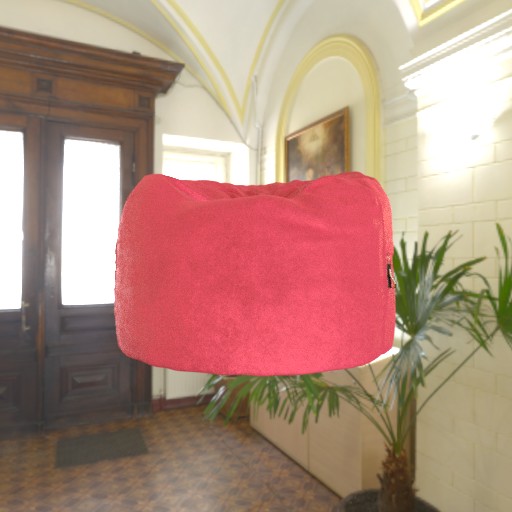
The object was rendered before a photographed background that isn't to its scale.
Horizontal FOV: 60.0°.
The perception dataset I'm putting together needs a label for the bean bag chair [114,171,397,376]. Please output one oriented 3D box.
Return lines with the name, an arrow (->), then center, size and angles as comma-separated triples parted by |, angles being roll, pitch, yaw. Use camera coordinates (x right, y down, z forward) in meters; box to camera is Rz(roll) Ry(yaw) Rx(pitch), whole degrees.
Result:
bean bag chair -> 0.000, 0.000, 1.988 | 1.218, 0.788, 1.218 | 0, -1, 0
